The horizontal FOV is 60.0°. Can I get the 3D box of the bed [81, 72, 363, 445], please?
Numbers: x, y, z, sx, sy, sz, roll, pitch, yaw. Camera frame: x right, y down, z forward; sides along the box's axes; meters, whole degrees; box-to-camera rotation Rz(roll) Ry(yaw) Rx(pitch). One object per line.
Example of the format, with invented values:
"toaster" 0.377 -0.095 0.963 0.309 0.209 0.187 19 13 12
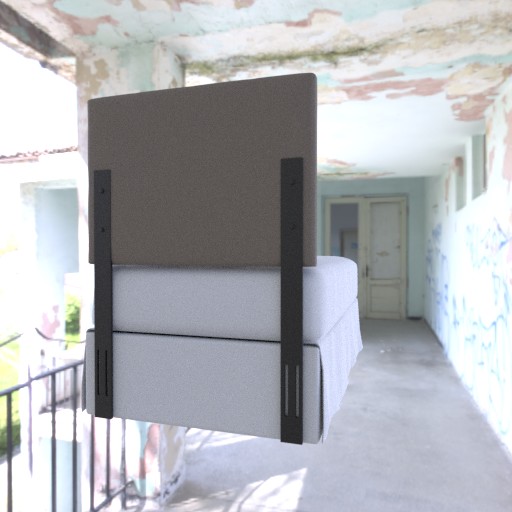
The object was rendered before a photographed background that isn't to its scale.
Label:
"bed" 0.000 0.000 2.952 1.261 1.571 1.997 0 1 17
